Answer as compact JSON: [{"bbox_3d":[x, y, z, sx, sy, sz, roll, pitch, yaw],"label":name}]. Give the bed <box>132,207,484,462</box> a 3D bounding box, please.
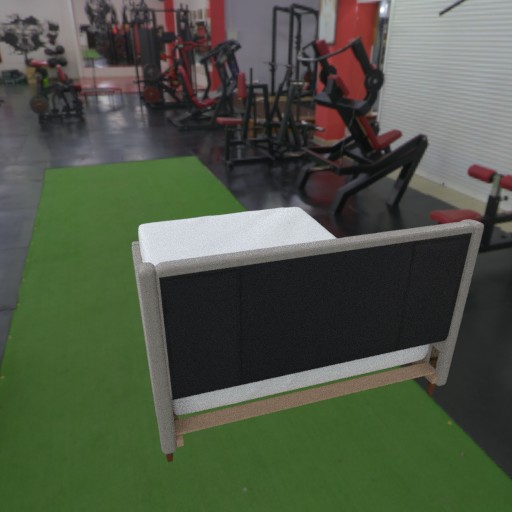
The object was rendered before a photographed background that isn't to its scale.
[{"bbox_3d":[0.000,0.000,3.132,1.656,1.147,2.232,-8,27,-16],"label":"bed"}]
